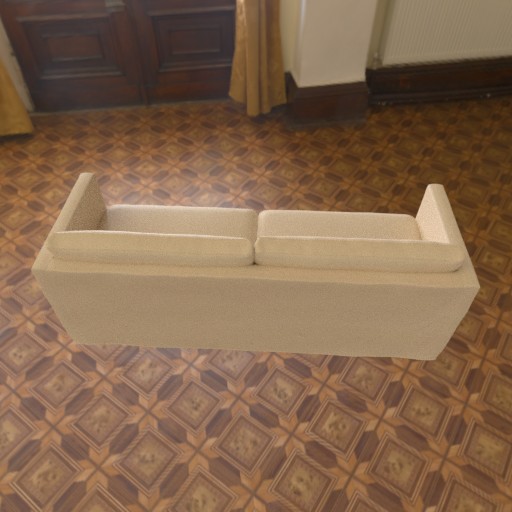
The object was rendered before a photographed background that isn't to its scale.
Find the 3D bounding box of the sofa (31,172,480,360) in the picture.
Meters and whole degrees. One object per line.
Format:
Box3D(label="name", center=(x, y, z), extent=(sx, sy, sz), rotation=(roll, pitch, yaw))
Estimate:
Box3D(label="sofa", center=(0.000, 0.000, 3.275), extent=(2.779, 0.999, 1.036), rotation=(2, 47, 2))
